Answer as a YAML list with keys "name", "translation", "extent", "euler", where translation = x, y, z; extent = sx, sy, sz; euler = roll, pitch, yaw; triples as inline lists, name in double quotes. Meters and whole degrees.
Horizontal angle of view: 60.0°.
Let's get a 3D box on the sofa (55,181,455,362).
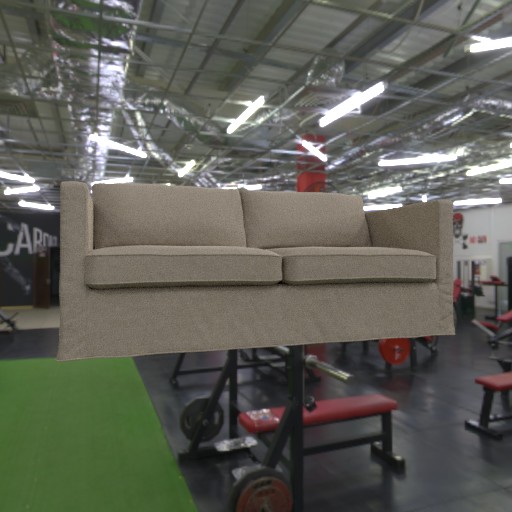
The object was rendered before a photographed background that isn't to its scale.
- name: "sofa"
  translation: [0.000, 0.000, 2.495]
  extent: [1.987, 0.847, 0.956]
  euler: [0, 0, -18]
